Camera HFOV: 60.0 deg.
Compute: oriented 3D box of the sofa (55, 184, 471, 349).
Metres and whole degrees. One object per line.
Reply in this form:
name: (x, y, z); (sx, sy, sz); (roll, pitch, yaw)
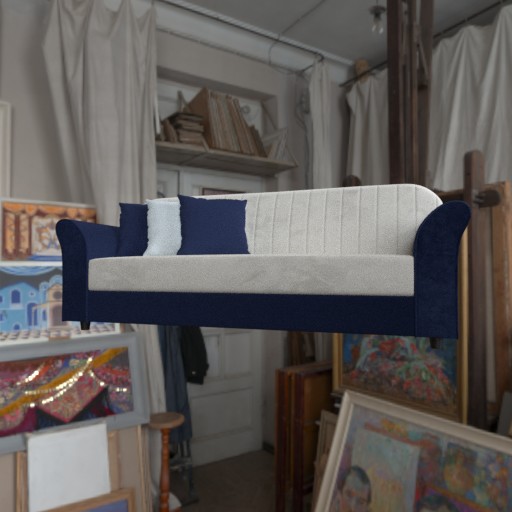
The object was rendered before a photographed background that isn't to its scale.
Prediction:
sofa: (0.000, 0.000, 2.375); (2.006, 0.789, 0.749); (-1, -2, 19)
